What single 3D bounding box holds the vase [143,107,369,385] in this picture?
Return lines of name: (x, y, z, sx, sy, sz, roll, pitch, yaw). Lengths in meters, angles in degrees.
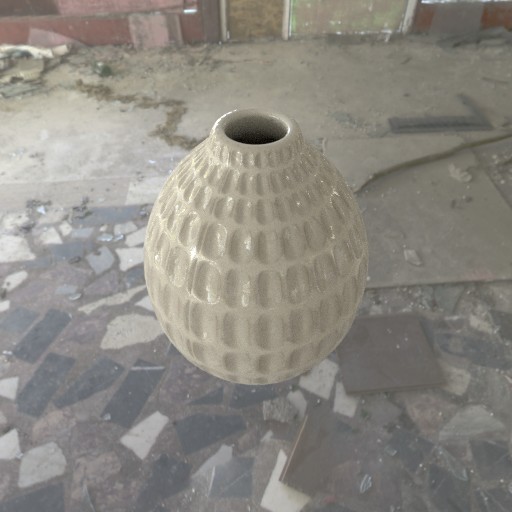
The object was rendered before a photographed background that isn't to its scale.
vase: (0.000, 0.000, 0.257, 0.128, 0.167, 0.128, 0, 46, 0)
